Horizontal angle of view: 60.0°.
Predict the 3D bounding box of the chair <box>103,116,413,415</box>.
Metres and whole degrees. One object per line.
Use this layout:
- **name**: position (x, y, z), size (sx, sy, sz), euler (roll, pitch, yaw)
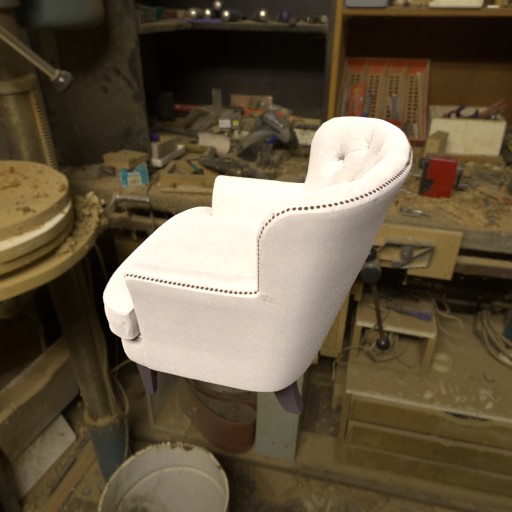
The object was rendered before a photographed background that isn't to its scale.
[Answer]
- **chair**: position (0.000, 0.000, 1.546), size (0.906, 0.868, 0.848), euler (8, 32, 13)
